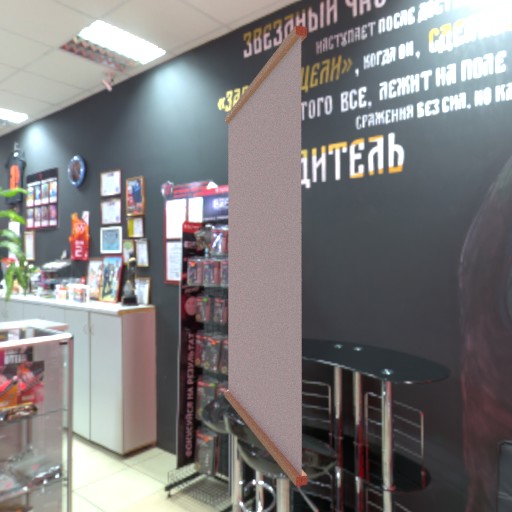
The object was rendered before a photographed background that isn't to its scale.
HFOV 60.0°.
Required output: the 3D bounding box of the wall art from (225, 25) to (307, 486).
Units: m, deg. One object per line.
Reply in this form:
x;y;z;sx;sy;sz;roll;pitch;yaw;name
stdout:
0.000;0.000;1.931;0.040;1.510;0.991;0;0;-18;wall art
